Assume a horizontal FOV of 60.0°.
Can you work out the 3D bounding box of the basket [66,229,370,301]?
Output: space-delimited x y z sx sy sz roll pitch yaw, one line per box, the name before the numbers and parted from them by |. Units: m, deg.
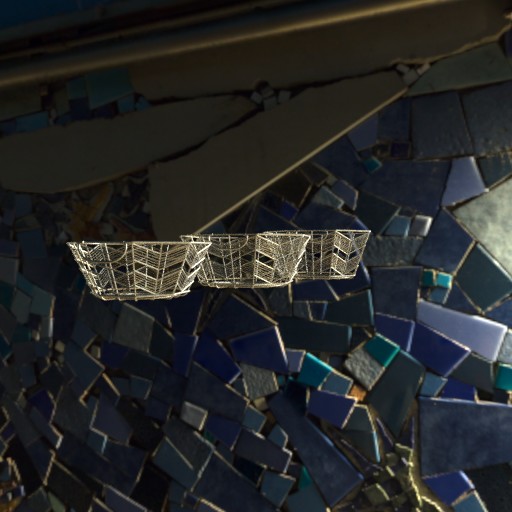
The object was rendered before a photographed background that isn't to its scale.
basket | 0.000 0.000 1.404 0.432 0.178 1.246 1 1 36
